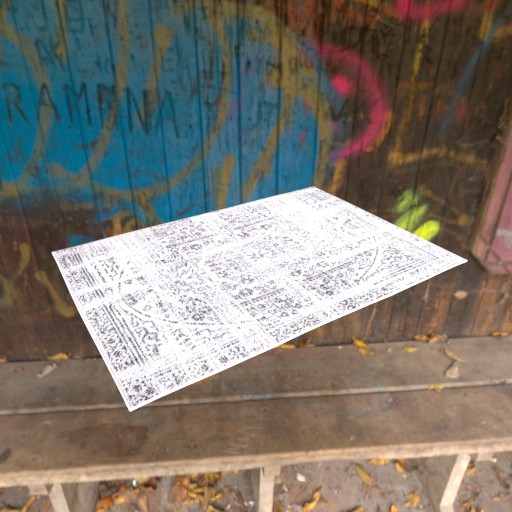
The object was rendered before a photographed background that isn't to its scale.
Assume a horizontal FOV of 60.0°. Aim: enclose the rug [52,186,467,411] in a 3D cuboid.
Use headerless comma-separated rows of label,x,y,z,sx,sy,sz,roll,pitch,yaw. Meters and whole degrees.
rug,0.000,0.000,3.149,2.438,0.026,1.706,-18,34,-28
